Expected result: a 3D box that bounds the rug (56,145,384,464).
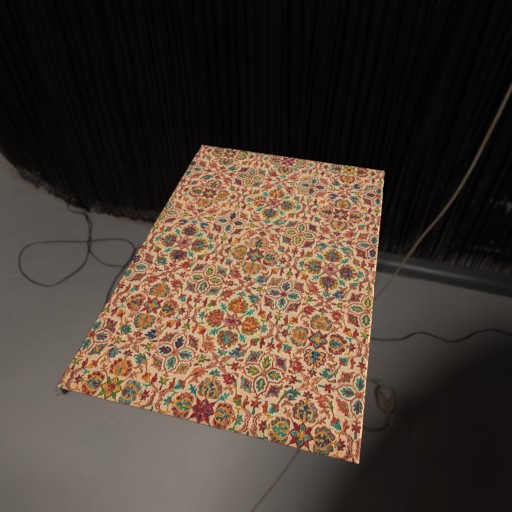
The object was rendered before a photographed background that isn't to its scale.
[{"bbox_3d":[0.000,0.000,2.906,1.541,0.018,2.297,10,48,10],"label":"rug"}]
